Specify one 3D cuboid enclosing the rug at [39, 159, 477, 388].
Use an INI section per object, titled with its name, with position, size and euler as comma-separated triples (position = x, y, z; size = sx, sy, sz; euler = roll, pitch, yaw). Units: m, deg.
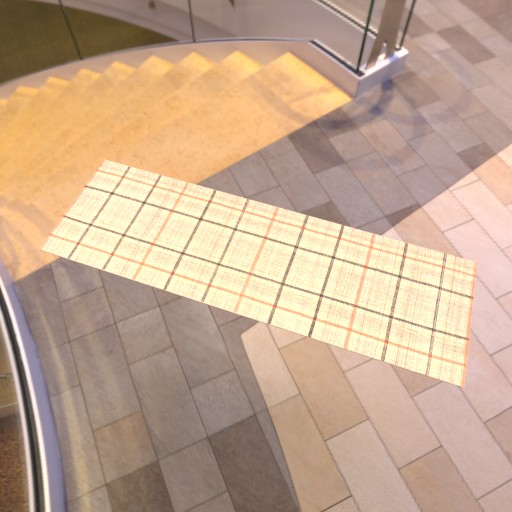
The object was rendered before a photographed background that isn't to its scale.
[rug]
position = 0.000, 0.000, 2.581
size = 2.439, 0.008, 0.762
euler = 17, 60, 10
